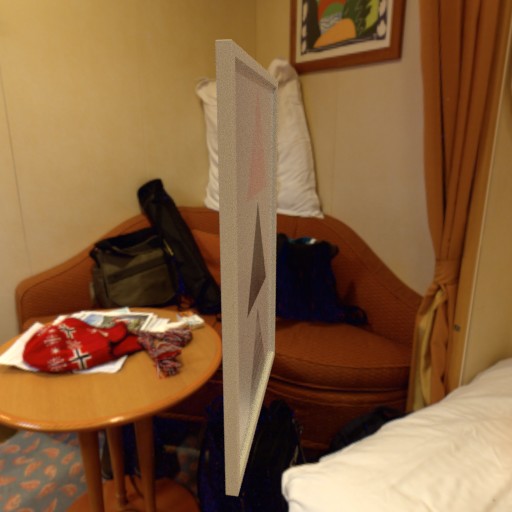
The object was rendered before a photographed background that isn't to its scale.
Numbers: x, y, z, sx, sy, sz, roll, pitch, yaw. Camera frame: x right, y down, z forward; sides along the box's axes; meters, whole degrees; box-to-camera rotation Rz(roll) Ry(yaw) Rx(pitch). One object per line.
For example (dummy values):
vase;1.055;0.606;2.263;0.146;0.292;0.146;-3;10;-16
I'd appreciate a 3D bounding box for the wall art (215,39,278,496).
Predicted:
wall art;0.000;0.000;0.545;0.013;0.433;0.303;3;16;9
